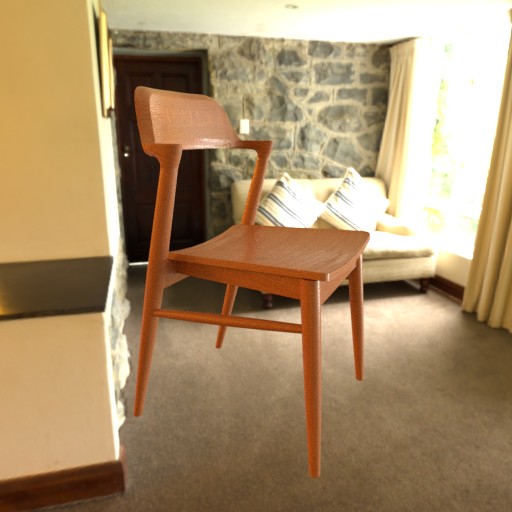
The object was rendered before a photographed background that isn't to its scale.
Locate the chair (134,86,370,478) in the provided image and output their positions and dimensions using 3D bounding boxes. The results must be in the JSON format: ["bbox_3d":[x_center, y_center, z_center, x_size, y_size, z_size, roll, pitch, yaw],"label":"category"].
[{"bbox_3d":[0.000,0.000,1.116,0.499,0.801,0.496,7,17,24],"label":"chair"}]
